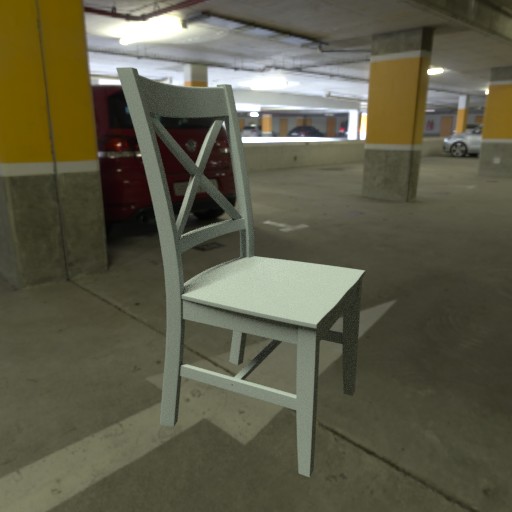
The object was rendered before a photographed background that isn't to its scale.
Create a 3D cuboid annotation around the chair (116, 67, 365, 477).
[{"bbox_3d":[0.000,0.000,1.279,0.542,0.983,0.485,8,18,26],"label":"chair"}]
